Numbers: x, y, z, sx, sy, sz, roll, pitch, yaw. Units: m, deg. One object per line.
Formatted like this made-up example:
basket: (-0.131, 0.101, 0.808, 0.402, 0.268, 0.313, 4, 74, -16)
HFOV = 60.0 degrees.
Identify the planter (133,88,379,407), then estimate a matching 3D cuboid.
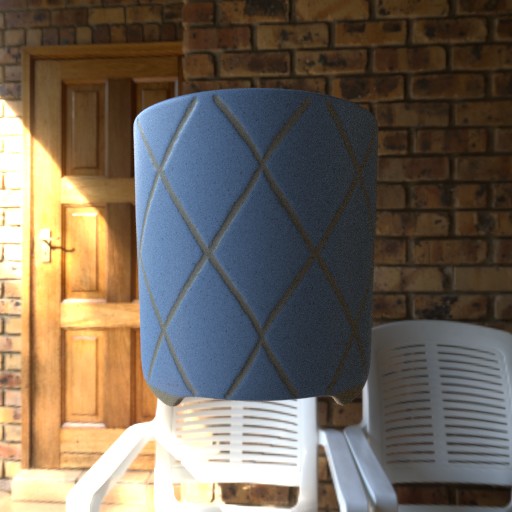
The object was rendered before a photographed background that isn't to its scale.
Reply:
planter: (0.000, 0.000, 0.357, 0.191, 0.200, 0.191, 0, 0, 0)
